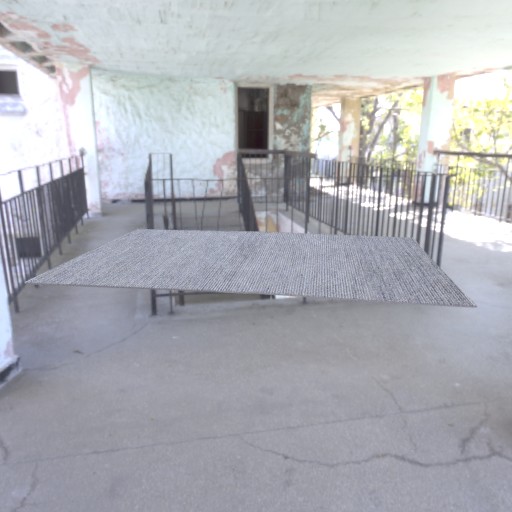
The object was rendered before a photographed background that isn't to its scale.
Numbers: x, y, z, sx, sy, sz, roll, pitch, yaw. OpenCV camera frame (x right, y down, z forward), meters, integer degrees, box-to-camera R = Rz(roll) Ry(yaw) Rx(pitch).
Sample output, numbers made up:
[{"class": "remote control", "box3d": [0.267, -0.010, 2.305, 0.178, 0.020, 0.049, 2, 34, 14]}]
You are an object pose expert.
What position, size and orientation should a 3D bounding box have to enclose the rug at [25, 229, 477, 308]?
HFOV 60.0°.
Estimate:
[{"class": "rug", "box3d": [0.000, 0.000, 2.275, 1.789, 0.021, 1.159, 2, 15, 9]}]
